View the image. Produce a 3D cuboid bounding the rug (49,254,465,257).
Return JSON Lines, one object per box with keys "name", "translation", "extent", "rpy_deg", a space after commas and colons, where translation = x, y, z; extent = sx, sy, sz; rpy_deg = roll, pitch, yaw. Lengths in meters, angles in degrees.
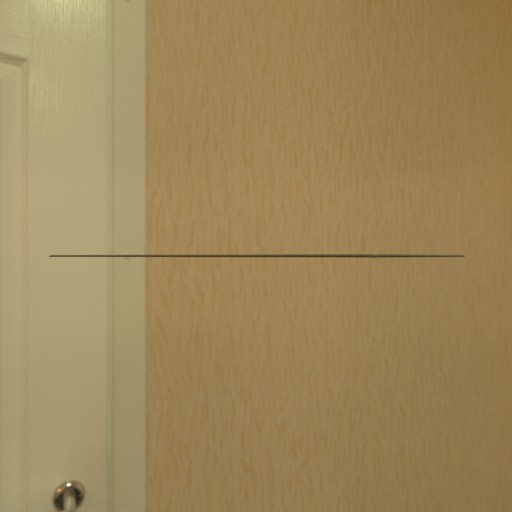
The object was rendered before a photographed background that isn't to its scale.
{"name": "rug", "translation": [0.000, 0.000, 2.779], "extent": [2.133, 0.012, 1.523], "rpy_deg": [0, 0, 36]}
